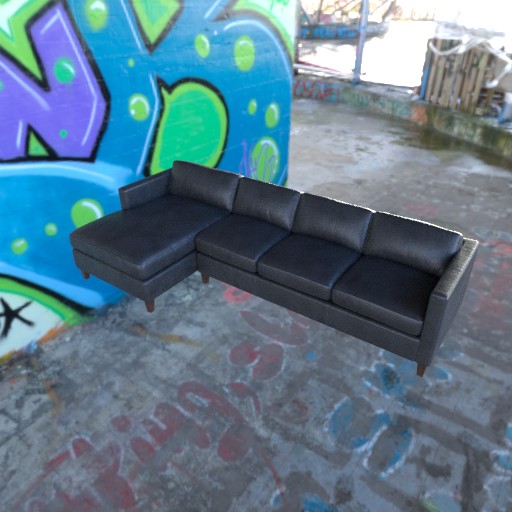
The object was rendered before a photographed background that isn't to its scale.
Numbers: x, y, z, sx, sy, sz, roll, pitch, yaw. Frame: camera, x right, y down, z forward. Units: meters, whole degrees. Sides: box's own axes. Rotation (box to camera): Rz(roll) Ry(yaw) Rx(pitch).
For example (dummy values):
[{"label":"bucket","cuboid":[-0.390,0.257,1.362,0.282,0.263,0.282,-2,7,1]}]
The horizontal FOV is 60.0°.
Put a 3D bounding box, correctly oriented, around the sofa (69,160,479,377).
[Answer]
[{"label":"sofa","cuboid":[0.000,0.000,3.872,3.203,0.883,1.581,20,36,30]}]
